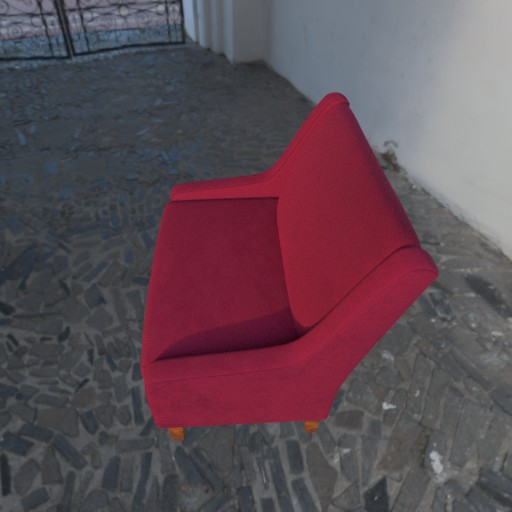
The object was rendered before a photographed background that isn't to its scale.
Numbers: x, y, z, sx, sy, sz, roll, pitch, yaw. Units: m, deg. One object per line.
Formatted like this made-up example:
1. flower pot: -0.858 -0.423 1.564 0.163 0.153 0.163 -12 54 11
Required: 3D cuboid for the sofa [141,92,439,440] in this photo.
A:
1. sofa: 0.000 0.000 1.958 0.946 0.976 1.242 -2 42 -3
